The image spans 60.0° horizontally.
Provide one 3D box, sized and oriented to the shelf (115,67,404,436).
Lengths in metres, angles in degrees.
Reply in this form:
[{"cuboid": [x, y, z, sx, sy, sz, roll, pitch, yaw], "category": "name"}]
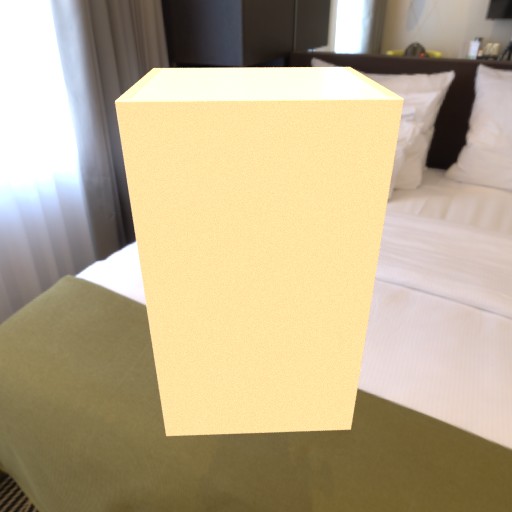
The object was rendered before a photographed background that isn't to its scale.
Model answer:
[{"cuboid": [0.000, 0.000, 0.807, 0.350, 0.600, 0.290, -1, 30, -2], "category": "shelf"}]
